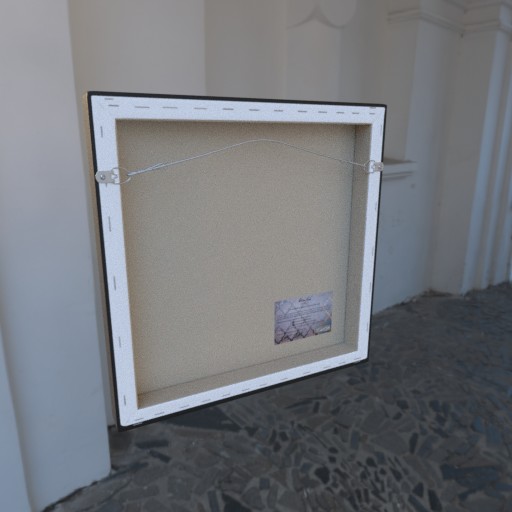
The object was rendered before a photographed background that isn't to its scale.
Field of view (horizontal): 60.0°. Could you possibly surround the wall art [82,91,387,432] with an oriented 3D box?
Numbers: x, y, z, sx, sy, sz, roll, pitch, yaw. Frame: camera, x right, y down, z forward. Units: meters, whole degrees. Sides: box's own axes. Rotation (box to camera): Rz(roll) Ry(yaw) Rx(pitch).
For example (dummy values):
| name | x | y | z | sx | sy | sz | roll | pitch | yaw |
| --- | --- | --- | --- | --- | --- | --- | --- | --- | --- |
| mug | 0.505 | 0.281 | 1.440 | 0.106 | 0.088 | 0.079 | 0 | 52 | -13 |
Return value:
| name | x | y | z | sx | sy | sz | roll | pitch | yaw |
| --- | --- | --- | --- | --- | --- | --- | --- | --- | --- |
| wall art | 0.000 | 0.000 | 0.607 | 0.406 | 0.407 | 0.041 | -7 | 17 | -26 |
